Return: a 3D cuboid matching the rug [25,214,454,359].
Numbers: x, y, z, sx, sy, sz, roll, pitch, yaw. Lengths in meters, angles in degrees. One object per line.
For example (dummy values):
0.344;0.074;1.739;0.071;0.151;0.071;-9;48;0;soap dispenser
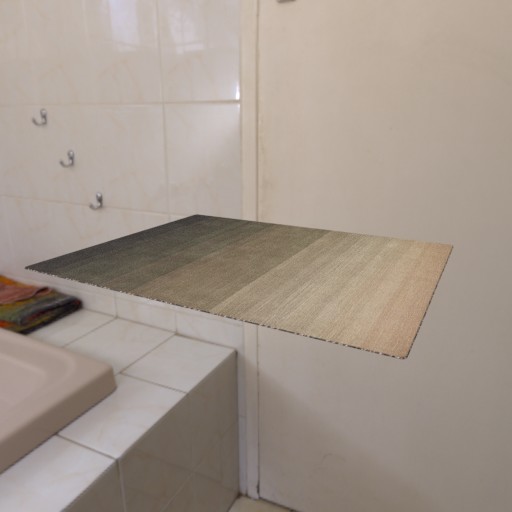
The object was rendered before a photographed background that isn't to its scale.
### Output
0.000;0.000;3.770;2.902;0.017;2.305;9;19;27;rug
